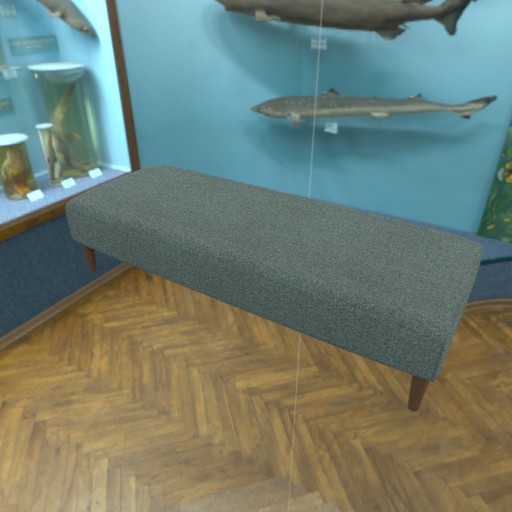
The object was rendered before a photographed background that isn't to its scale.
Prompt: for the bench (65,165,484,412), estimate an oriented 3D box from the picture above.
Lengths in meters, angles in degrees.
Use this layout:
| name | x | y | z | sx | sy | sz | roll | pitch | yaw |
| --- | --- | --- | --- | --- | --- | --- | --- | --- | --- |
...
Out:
| name | x | y | z | sx | sy | sz | roll | pitch | yaw |
| --- | --- | --- | --- | --- | --- | --- | --- | --- | --- |
| bench | 0.000 | 0.000 | 1.835 | 1.598 | 0.384 | 0.631 | 18 | 35 | 27 |
